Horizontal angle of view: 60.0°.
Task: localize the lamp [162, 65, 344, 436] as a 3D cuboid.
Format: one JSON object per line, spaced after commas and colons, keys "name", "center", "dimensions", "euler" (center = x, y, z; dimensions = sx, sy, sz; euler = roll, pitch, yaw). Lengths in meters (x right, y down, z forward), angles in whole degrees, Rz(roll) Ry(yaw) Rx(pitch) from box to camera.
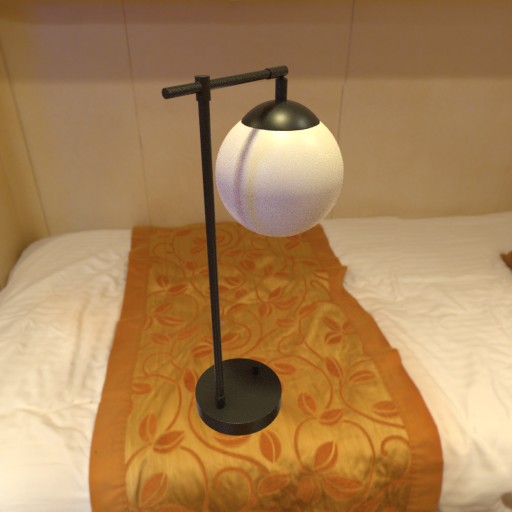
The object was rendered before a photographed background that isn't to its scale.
{"name": "lamp", "center": [0.000, 0.000, 0.707], "dimensions": [0.197, 0.559, 0.316], "euler": [20, 36, 31]}
